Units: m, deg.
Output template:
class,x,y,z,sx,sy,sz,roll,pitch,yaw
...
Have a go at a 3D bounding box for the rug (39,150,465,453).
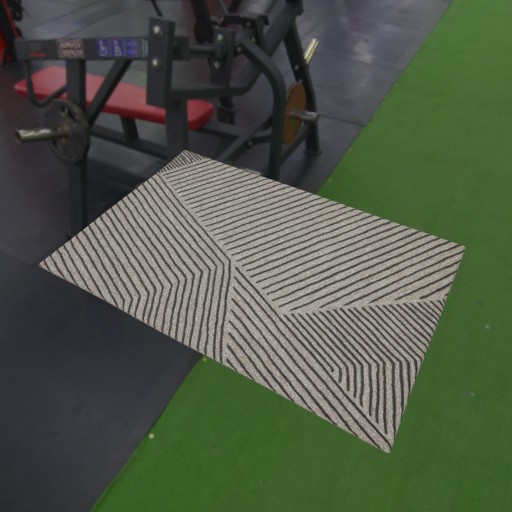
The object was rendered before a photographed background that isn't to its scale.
class,x,y,z,sx,sy,sz,roll,pitch,yaw
rug,0.000,0.000,2.292,1.842,0.019,1.237,23,50,21
